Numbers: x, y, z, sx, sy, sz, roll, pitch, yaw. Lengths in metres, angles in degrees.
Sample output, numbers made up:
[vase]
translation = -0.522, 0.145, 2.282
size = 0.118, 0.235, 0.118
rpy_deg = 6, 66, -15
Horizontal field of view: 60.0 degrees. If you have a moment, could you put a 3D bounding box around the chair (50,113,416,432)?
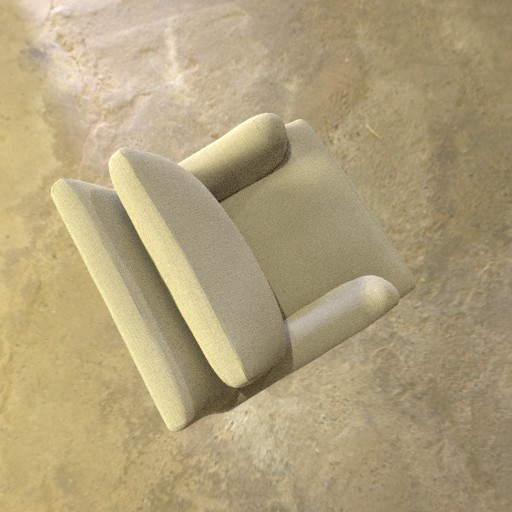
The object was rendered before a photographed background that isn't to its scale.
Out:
[chair]
translation = 0.000, 0.000, 1.856
size = 1.070, 1.038, 0.955
rpy_deg = -30, 77, -7
